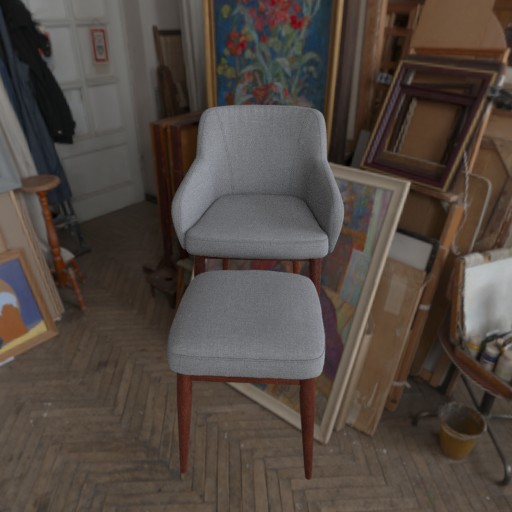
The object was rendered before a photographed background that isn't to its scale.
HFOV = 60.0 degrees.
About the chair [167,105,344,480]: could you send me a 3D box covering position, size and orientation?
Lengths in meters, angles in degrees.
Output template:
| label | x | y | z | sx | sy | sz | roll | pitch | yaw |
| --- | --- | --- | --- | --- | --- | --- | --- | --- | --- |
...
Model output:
| label | x | y | z | sx | sy | sz | roll | pitch | yaw |
| --- | --- | --- | --- | --- | --- | --- | --- | --- | --- |
| chair | 0.000 | 0.000 | 1.518 | 0.584 | 0.799 | 1.107 | 1 | 30 | 3 |
